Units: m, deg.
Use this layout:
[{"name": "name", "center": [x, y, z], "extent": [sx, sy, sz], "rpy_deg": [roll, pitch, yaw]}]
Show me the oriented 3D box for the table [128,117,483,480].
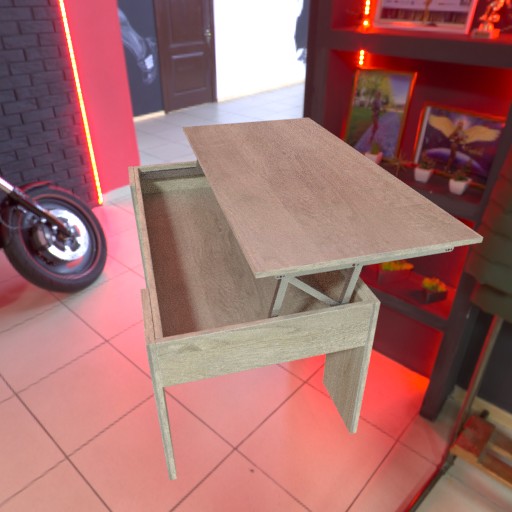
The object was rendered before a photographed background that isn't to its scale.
[{"name": "table", "center": [0.000, 0.000, 1.407], "extent": [0.711, 0.570, 1.000], "rpy_deg": [-8, 33, -13]}]
